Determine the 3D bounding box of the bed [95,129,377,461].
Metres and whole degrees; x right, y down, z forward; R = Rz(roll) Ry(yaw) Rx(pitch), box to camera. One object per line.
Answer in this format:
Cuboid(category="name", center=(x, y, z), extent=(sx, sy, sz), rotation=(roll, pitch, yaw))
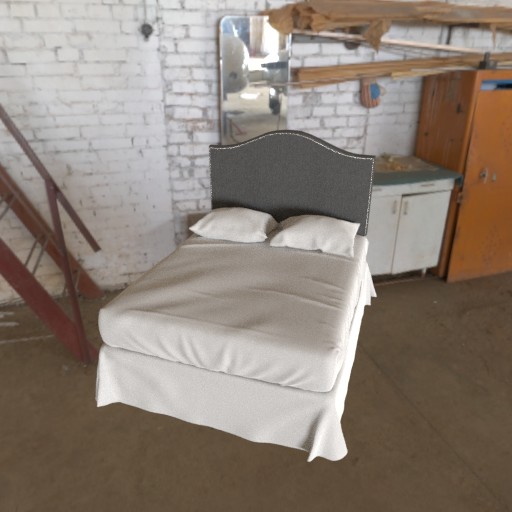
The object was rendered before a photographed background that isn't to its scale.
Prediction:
Cuboid(category="bed", center=(0.000, 0.000, 3.515), extent=(1.876, 1.645, 2.221), rotation=(8, 26, 17))
